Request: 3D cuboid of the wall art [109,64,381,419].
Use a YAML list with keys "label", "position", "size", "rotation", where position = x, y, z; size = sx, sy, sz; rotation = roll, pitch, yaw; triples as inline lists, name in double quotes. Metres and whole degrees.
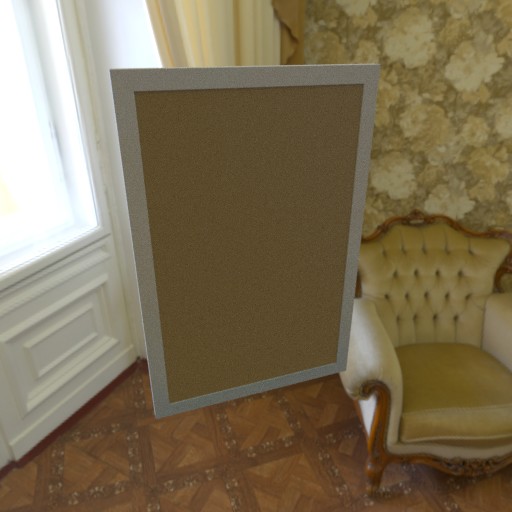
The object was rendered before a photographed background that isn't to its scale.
- label: "wall art"
  position: [0.000, 0.000, 1.450]
  size: [0.764, 1.143, 0.038]
  rotation: [-9, 27, -18]
